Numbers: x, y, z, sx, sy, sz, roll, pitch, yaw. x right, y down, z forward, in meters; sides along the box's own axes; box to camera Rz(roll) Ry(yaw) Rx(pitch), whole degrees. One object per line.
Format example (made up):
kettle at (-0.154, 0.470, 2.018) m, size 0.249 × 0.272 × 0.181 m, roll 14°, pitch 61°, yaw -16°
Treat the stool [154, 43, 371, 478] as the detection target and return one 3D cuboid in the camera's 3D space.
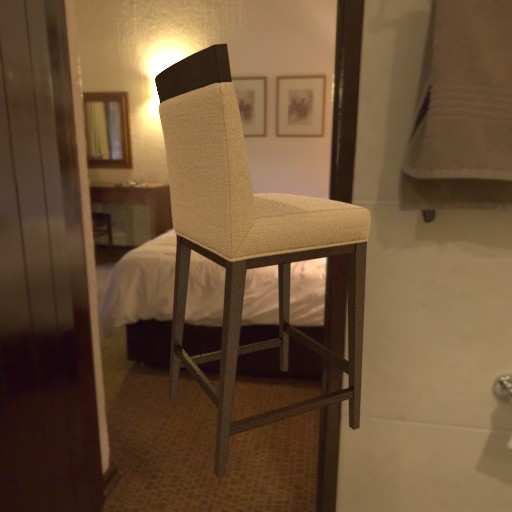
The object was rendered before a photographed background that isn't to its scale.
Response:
stool at (0.000, 0.000, 1.422) m, size 0.531 × 1.117 × 0.511 m, roll -7°, pitch 14°, yaw -27°
